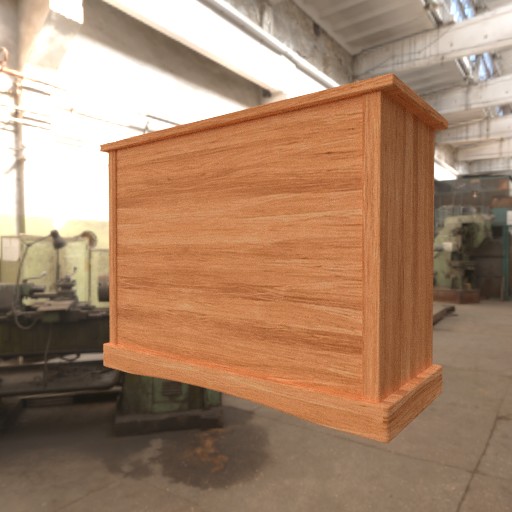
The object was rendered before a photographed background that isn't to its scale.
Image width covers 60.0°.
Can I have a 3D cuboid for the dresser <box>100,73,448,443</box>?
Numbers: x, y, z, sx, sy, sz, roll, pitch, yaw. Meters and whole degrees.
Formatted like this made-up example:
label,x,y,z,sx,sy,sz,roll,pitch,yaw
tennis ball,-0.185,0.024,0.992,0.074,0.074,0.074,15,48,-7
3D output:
label,x,y,z,sx,sy,sz,roll,pitch,yaw
dresser,0.000,0.000,1.337,0.990,0.740,0.410,1,1,37
